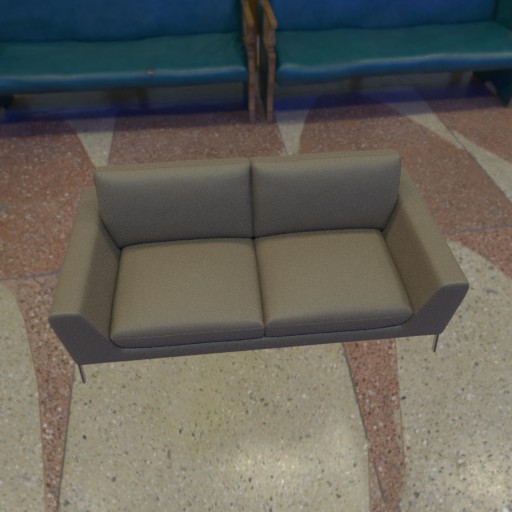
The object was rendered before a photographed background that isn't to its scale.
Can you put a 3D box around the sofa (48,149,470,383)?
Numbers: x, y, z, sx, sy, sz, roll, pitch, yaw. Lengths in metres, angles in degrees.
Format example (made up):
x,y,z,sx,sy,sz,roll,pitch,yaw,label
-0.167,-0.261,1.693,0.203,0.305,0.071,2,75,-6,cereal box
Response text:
x,y,z,sx,sy,sz,roll,pitch,yaw,label
0.000,0.000,2.506,2.017,0.875,0.953,-4,47,-4,sofa
